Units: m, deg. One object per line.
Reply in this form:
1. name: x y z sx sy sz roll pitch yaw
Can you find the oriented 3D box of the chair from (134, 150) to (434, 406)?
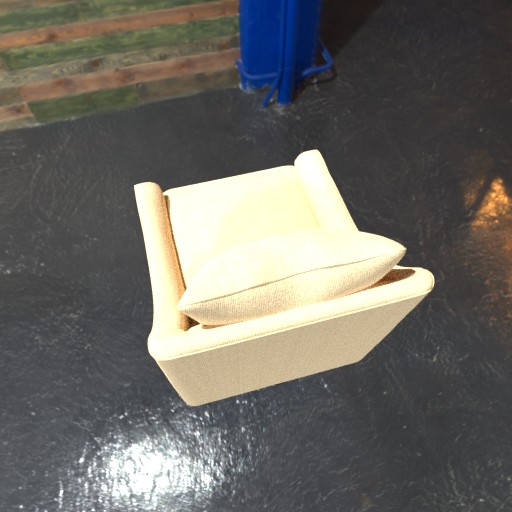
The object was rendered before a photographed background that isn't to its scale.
1. chair: 0.000 0.000 1.608 0.760 0.927 0.876 -13 59 -8
